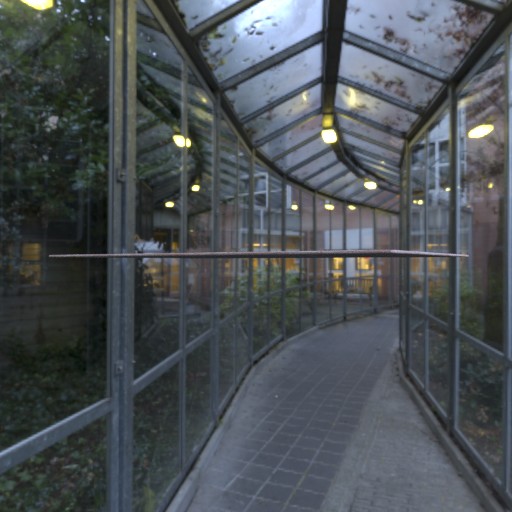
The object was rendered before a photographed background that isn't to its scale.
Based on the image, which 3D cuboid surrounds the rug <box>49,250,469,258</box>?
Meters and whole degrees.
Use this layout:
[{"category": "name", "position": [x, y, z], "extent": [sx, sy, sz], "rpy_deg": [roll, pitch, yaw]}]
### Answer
[{"category": "rug", "position": [0.000, 0.000, 3.009], "extent": [2.390, 0.015, 1.609], "rpy_deg": [-1, -1, 35]}]
